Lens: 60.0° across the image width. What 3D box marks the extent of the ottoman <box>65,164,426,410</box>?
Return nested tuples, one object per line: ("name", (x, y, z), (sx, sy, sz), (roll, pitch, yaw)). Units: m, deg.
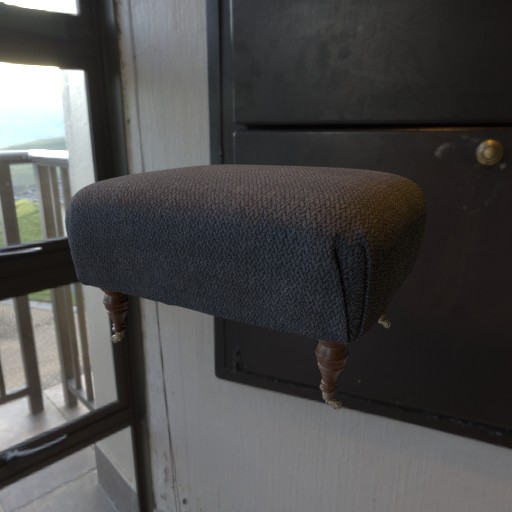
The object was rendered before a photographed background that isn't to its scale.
("ottoman", (0.000, 0.000, 1.134), (0.747, 0.450, 0.622), (8, 18, 27))
